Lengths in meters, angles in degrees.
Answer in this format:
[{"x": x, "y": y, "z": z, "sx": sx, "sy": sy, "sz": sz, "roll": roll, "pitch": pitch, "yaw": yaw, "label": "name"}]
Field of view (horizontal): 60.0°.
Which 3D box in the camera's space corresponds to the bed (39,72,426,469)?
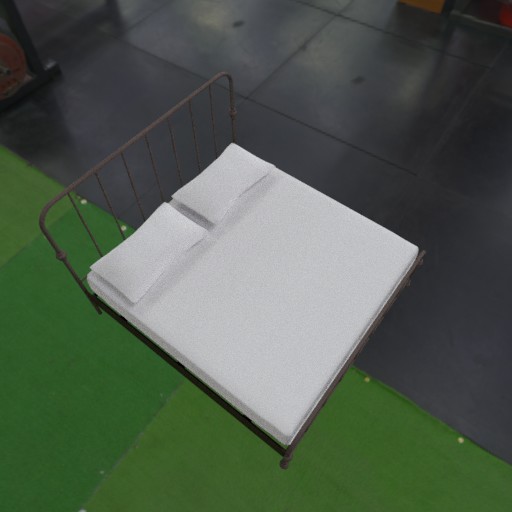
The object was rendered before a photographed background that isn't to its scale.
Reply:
[{"x": 0.000, "y": 0.000, "z": 3.505, "sx": 2.134, "sy": 1.446, "sz": 2.044, "roll": 33, "pitch": 63, "yaw": 19, "label": "bed"}]
